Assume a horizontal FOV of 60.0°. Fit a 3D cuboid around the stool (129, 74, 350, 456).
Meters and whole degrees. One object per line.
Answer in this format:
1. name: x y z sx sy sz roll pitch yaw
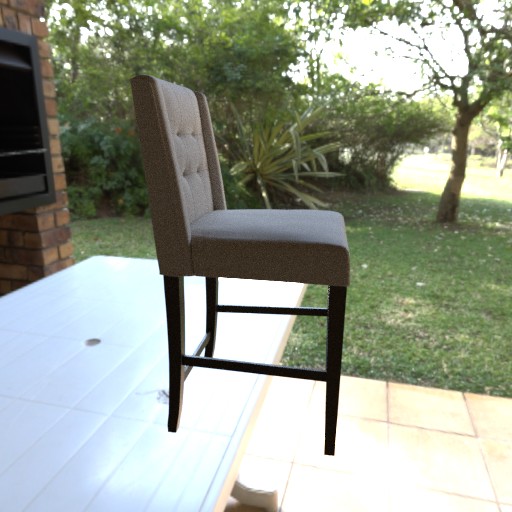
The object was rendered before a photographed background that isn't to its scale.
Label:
1. stool: 0.000 0.000 1.270 0.509 0.939 0.474 2 15 9
